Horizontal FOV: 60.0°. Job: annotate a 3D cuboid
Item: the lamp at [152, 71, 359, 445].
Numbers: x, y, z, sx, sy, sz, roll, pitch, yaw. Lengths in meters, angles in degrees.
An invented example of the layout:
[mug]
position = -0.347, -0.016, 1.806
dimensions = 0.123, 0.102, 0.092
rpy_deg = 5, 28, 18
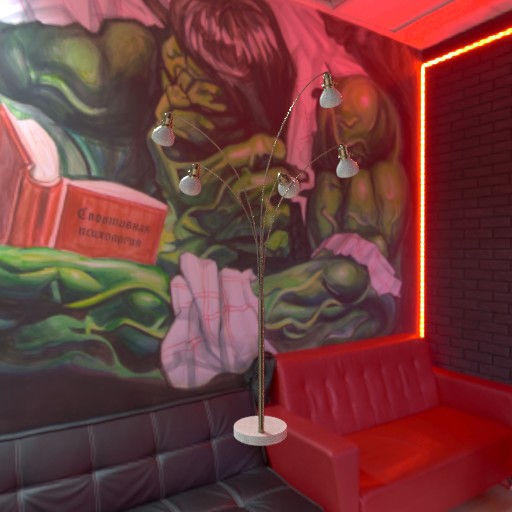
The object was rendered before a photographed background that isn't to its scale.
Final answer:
[lamp]
position = 0.000, 0.000, 3.005
dimensions = 1.405, 2.423, 0.361
rpy_deg = 0, 0, 0
